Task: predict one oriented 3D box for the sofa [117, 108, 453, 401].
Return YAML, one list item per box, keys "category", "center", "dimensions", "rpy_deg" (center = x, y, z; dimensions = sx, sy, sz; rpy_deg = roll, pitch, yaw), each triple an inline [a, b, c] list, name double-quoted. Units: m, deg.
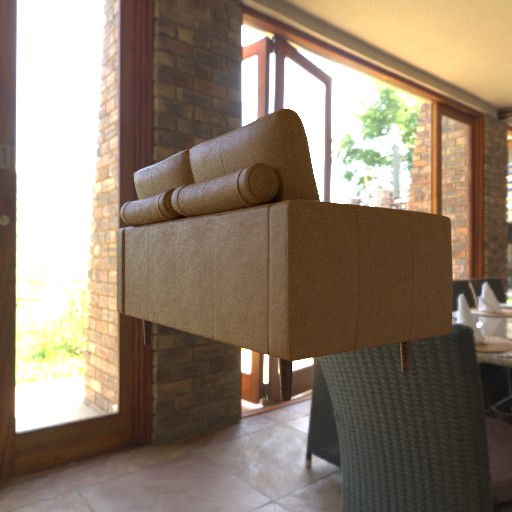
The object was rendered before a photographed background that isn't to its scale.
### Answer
- category: "sofa"
  center: [0.000, 0.000, 1.983]
  dimensions: [0.868, 0.898, 1.430]
  rpy_deg: [0, -1, -36]
